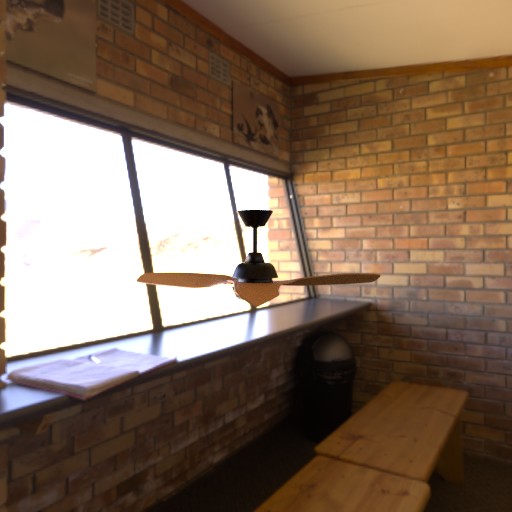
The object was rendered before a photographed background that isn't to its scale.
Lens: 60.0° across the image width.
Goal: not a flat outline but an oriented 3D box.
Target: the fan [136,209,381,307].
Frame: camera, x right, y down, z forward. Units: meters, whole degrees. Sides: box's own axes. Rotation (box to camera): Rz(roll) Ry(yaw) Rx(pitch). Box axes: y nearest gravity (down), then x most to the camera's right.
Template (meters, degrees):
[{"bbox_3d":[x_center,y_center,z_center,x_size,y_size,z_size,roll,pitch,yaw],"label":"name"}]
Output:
[{"bbox_3d":[0.000,0.000,1.612,1.142,0.355,1.010,0,0,1],"label":"fan"}]
